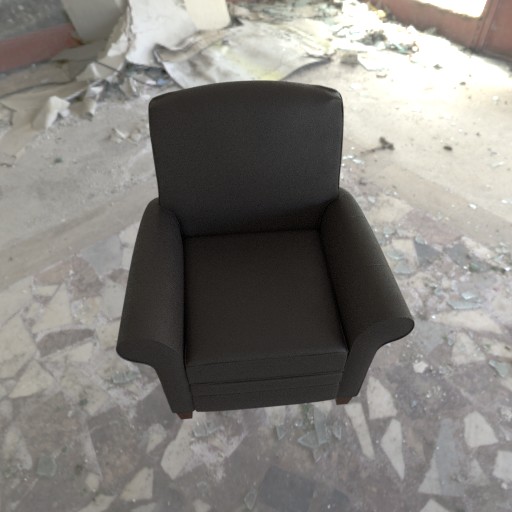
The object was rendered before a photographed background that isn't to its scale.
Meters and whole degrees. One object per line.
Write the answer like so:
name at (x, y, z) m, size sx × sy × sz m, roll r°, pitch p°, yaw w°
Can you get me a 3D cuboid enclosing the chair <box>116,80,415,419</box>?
chair at (0.000, 0.000, 1.782) m, size 0.978 × 1.061 × 0.902 m, roll -4°, pitch 46°, yaw -4°
